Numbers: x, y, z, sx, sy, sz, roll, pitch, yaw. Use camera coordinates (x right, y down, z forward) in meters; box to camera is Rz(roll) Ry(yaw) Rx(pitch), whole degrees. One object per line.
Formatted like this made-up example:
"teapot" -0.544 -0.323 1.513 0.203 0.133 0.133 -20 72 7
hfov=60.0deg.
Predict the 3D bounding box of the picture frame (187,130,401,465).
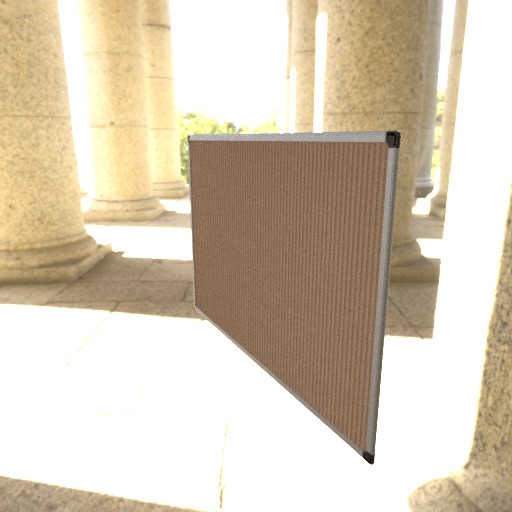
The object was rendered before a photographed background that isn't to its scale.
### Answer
"picture frame" 0.000 0.000 1.126 0.010 0.600 0.900 -8 17 -28
